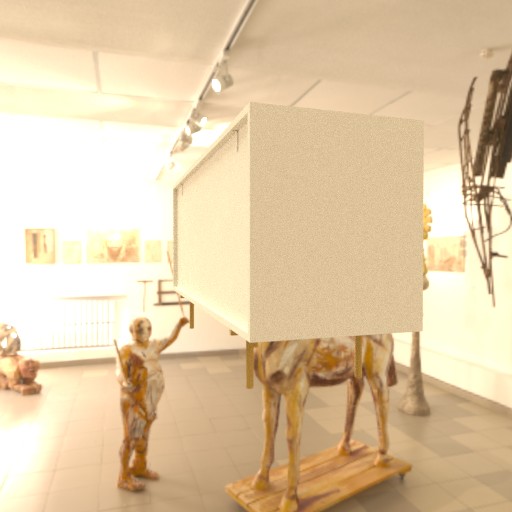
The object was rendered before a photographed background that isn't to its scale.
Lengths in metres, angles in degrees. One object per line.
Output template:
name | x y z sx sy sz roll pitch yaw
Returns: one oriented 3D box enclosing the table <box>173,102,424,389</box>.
table | 0.000 0.000 1.870 0.508 0.769 1.500 0 1 -18
